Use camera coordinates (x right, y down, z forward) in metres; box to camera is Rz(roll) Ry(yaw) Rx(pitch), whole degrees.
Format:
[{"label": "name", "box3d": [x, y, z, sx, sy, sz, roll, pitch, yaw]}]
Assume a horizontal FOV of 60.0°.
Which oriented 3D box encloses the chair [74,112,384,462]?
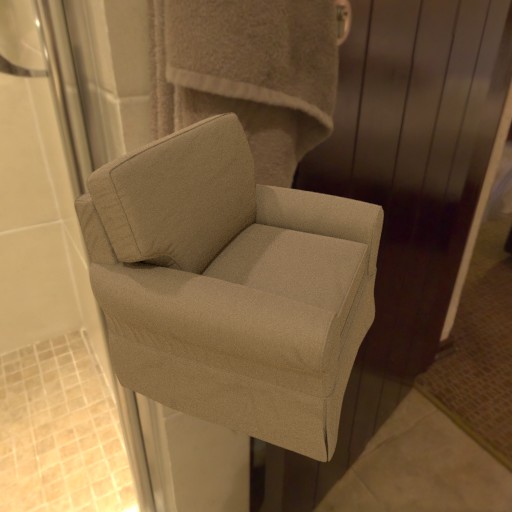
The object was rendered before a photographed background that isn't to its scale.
[{"label": "chair", "box3d": [0.000, 0.000, 1.906, 0.988, 1.017, 1.135, 12, 32, 19]}]
